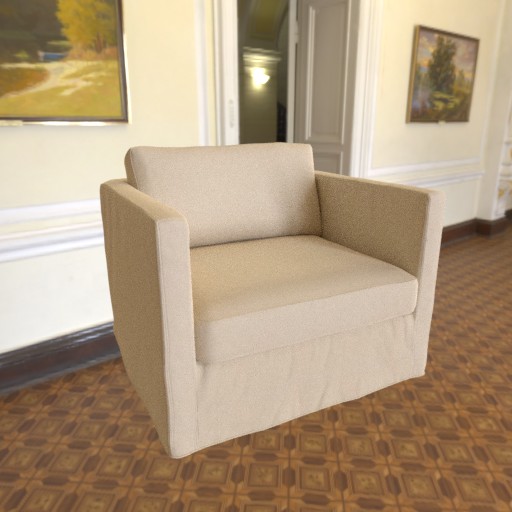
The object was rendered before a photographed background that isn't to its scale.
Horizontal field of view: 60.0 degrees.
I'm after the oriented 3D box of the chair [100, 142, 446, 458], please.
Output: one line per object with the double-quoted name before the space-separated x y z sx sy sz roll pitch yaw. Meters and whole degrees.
"chair" 0.000 0.000 1.770 1.057 0.851 0.947 -8 19 -26
